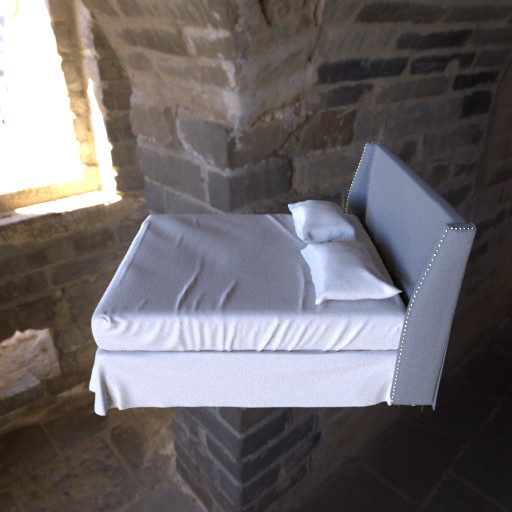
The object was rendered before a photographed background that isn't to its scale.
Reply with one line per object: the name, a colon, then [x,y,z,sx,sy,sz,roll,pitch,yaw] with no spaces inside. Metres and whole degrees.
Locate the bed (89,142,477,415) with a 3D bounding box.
bed: [0.000,0.000,3.384,2.276,1.332,1.925,0,27,0]
